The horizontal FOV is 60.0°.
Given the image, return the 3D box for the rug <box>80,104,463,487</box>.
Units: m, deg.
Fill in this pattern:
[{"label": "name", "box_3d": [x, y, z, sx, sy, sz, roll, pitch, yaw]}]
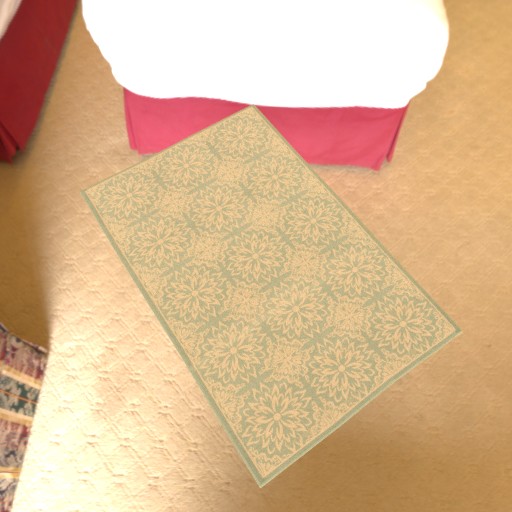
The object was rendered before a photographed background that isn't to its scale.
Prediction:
[{"label": "rug", "box_3d": [0.000, 0.000, 3.545, 1.819, 0.018, 2.746, -31, 67, -15]}]
